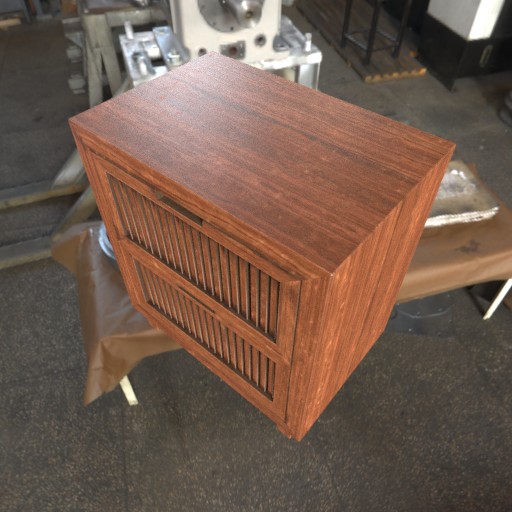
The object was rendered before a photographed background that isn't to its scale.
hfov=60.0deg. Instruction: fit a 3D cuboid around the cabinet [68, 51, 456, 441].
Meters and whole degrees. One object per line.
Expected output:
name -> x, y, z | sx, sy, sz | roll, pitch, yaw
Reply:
cabinet -> 0.000, 0.000, 1.082 | 0.607, 0.695, 0.410 | 32, 55, 26
